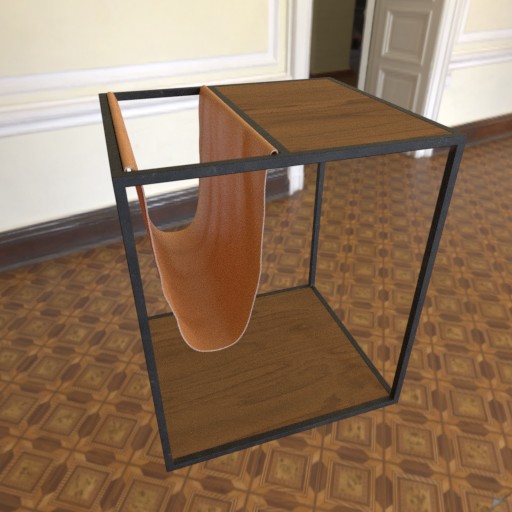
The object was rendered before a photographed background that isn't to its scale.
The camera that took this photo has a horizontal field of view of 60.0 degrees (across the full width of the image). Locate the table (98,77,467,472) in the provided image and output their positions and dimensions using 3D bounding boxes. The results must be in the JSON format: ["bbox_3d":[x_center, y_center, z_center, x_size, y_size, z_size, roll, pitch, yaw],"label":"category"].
[{"bbox_3d":[0.000,0.000,0.820,0.450,0.536,0.399,-10,34,-16],"label":"table"}]
